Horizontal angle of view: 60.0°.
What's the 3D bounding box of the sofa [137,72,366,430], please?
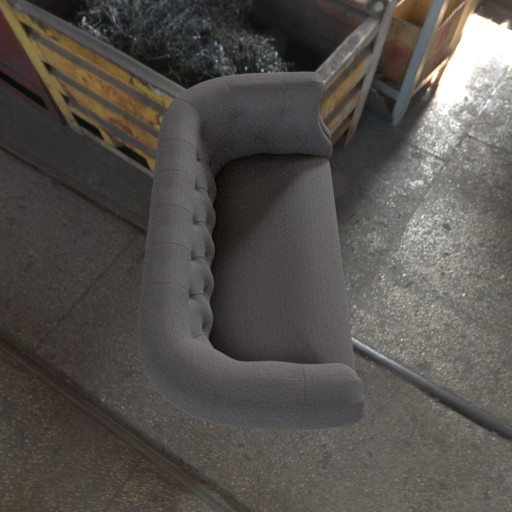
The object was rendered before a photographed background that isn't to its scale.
[{"bbox_3d":[0.000,0.000,2.015,0.835,0.827,1.558,-1,62,-1],"label":"sofa"}]
